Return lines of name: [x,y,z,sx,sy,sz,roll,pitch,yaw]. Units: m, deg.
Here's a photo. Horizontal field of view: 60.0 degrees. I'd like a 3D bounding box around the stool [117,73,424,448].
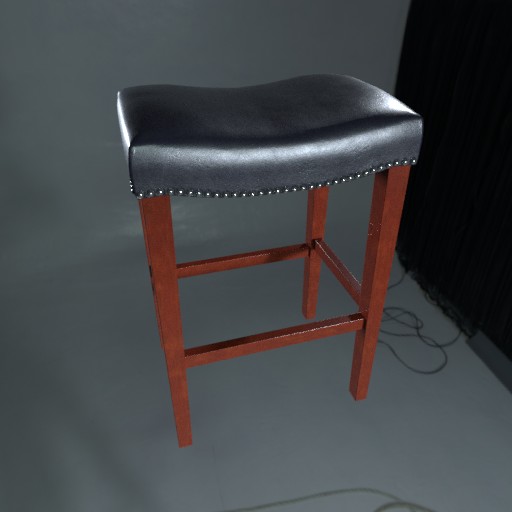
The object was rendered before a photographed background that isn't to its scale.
stool: [0.000,0.000,1.021,0.504,0.742,0.372,-9,34,-14]
